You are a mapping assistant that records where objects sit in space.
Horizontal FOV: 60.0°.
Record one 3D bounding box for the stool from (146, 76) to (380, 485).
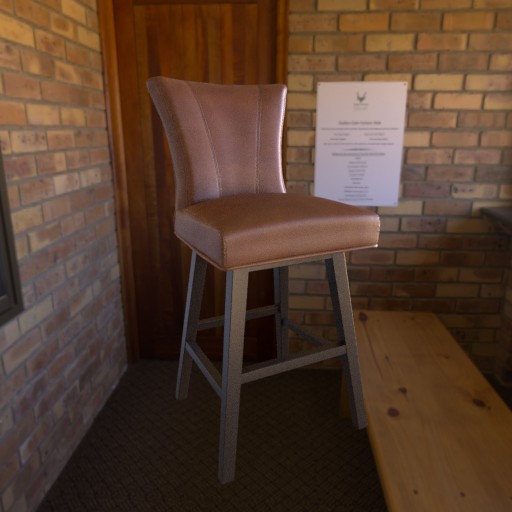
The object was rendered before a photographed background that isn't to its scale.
[{"bbox_3d":[0.000,0.000,1.422,0.522,1.094,0.585,-8,18,-28],"label":"stool"}]
